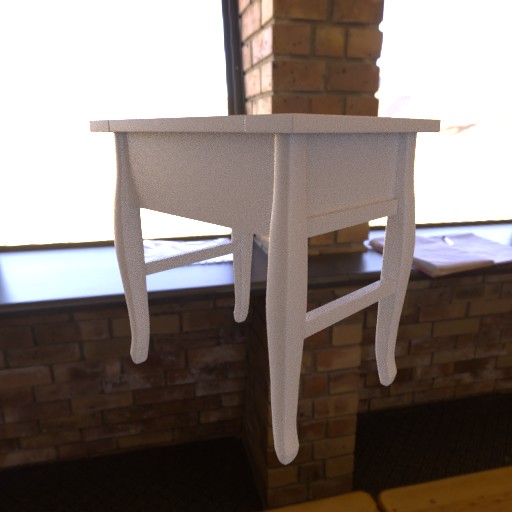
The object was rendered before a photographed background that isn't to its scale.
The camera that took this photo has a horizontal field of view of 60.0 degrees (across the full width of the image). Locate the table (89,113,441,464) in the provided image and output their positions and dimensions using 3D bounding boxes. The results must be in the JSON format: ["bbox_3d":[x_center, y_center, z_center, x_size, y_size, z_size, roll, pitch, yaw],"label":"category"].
[{"bbox_3d":[0.000,0.000,1.023,0.599,0.605,0.463,15,22,43],"label":"table"}]
